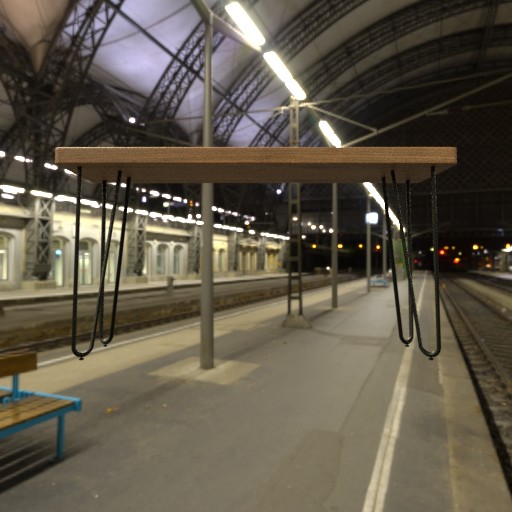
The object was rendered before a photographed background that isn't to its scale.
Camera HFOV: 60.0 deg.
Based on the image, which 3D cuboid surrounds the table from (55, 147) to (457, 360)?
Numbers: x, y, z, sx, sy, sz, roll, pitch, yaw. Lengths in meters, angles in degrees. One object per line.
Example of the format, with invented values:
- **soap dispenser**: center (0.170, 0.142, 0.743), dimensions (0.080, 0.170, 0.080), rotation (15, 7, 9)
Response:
- **table**: center (0.000, 0.000, 1.916), dimensions (1.570, 0.834, 0.425), rotation (0, -1, 0)
